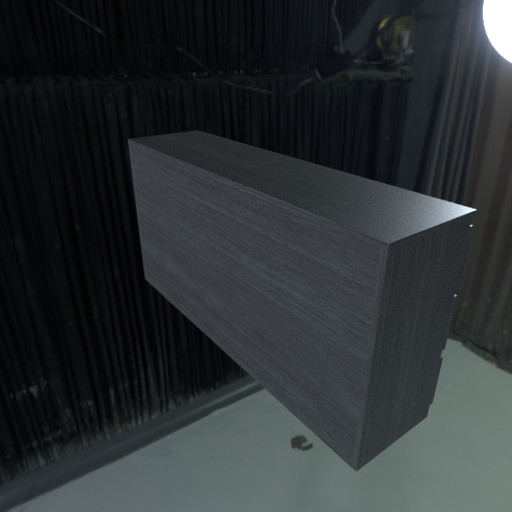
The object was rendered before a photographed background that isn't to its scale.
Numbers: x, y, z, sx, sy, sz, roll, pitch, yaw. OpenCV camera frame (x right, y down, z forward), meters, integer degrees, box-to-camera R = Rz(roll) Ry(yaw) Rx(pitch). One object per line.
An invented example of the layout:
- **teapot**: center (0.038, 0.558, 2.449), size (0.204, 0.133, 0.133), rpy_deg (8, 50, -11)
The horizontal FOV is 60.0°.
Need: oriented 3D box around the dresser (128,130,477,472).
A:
- **dresser**: center (0.000, 0.000, 1.916), size (0.400, 0.795, 1.590), rpy_deg (-18, 31, -33)
